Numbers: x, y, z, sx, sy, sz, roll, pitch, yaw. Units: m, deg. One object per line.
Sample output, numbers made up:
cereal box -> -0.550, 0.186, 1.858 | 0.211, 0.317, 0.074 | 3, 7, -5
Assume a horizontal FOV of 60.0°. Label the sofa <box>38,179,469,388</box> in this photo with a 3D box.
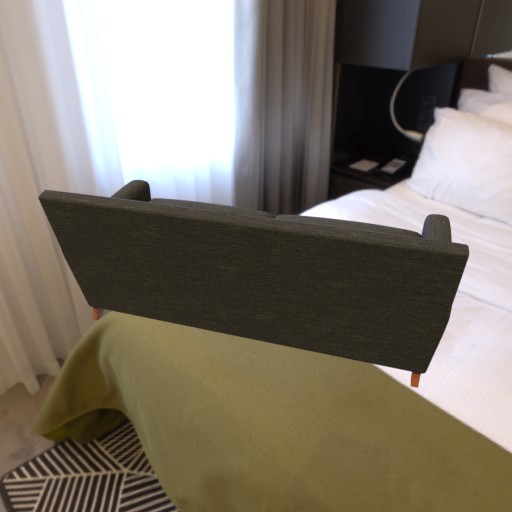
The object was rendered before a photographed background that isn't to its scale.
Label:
sofa -> 0.000, 0.000, 2.426 | 1.976, 0.846, 0.875 | 9, 31, 15
